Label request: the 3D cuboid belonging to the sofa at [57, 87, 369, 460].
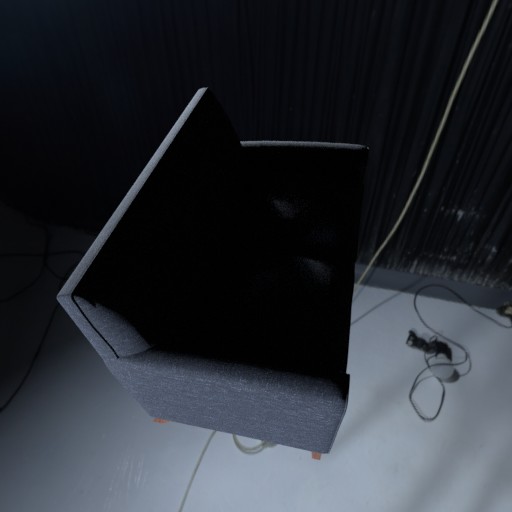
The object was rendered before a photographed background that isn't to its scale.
[{"bbox_3d":[0.000,0.000,1.945,0.875,0.846,1.420,9,46,9],"label":"sofa"}]
